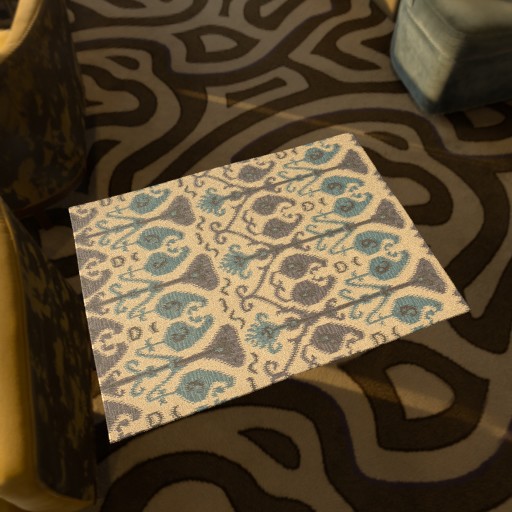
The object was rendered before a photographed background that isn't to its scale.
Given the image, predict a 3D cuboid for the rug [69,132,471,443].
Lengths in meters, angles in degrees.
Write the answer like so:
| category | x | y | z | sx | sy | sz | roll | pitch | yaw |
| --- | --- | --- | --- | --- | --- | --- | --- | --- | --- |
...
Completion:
| category | x | y | z | sx | sy | sz | roll | pitch | yaw |
| --- | --- | --- | --- | --- | --- | --- | --- | --- | --- |
| rug | 0.000 | 0.000 | 2.965 | 2.261 | 0.013 | 1.676 | -17 | 60 | -10 |
